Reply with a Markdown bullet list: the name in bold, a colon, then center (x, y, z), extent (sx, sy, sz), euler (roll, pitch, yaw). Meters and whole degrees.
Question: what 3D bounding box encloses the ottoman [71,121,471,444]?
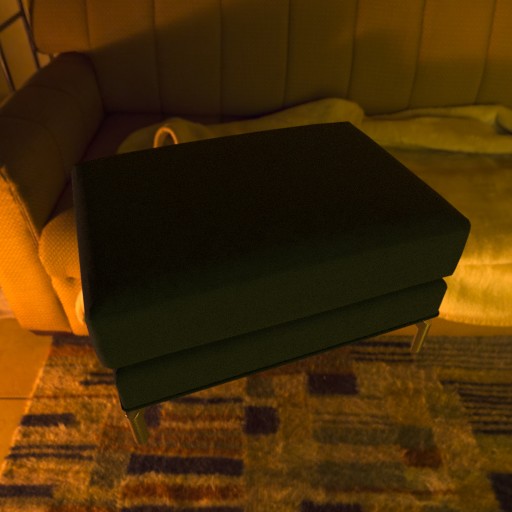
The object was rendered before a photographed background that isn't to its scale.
- **ottoman**: center (0.000, 0.000, 1.195), extent (0.835, 0.498, 0.587), euler (-13, 43, -15)
